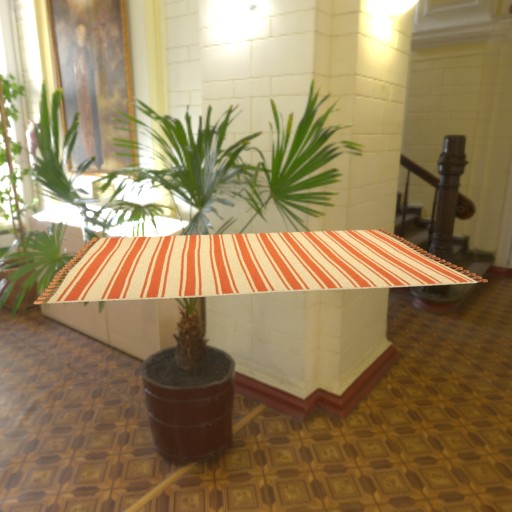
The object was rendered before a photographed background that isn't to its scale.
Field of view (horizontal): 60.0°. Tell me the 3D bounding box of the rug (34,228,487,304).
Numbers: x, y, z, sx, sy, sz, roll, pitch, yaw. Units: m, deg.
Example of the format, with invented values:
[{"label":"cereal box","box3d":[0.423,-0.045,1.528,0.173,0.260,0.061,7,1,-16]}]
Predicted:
[{"label":"rug","box3d":[0.000,0.000,2.571,2.092,0.017,1.232,-2,15,-8]}]
